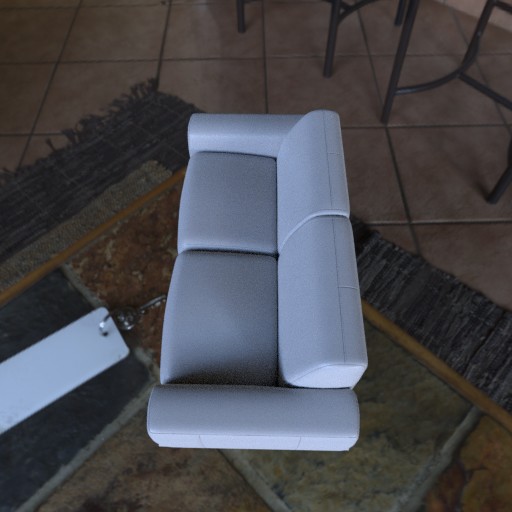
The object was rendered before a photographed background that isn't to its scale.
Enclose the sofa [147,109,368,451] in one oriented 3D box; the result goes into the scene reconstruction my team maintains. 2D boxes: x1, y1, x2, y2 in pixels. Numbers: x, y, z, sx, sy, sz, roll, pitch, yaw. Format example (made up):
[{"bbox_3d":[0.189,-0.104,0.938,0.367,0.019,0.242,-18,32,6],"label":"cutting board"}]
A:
[{"bbox_3d":[0.000,0.000,2.387,0.900,0.772,1.901,1,58,1],"label":"sofa"}]
